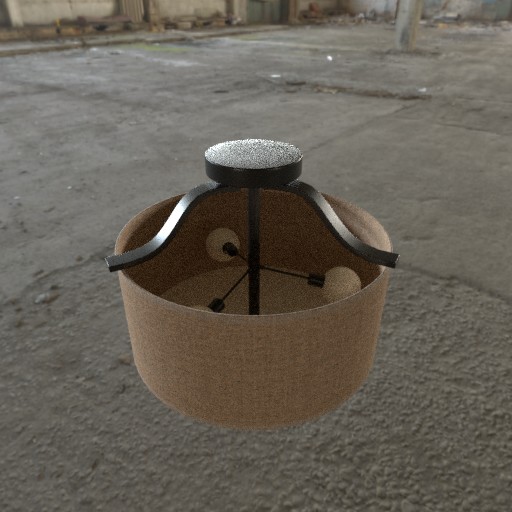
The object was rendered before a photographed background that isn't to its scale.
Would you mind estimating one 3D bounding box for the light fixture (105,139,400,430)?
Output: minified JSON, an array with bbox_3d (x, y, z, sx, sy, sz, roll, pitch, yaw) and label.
[{"bbox_3d":[0.000,0.000,0.646,0.390,0.306,0.390,0,30,0],"label":"light fixture"}]
